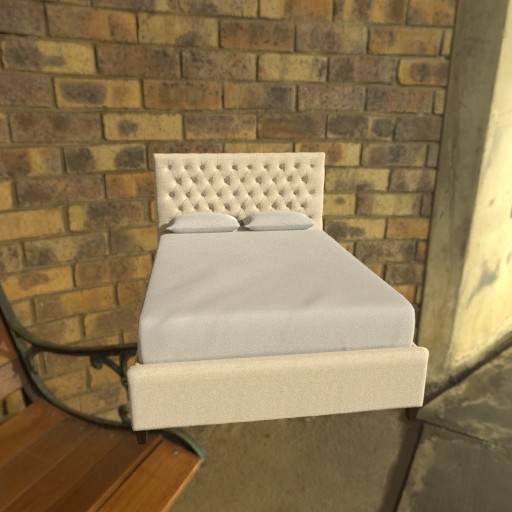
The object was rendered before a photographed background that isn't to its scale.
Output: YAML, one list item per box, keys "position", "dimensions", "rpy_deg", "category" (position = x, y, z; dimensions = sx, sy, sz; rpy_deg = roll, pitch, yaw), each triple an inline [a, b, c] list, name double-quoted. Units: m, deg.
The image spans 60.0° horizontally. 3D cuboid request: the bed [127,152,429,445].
- position: [0.000, 0.000, 3.452]
  dimensions: [1.698, 1.427, 2.387]
  rpy_deg: [-2, 17, -7]
  category: "bed"
